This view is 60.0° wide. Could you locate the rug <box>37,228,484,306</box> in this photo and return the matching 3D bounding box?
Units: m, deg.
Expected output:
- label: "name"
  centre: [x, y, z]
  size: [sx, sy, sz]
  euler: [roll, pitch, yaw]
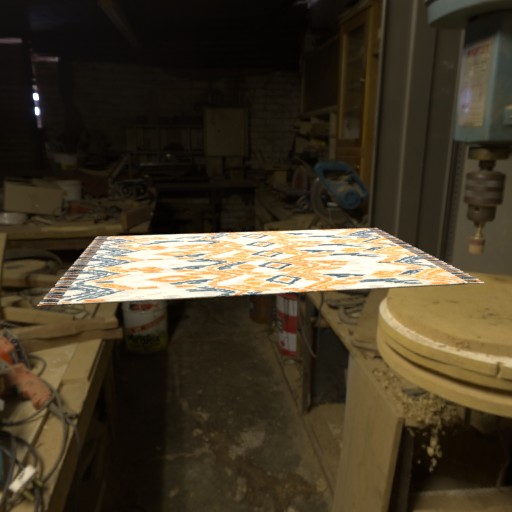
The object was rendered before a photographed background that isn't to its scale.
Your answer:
- label: "rug"
  centre: [0.000, 0.000, 3.093]
  size: [2.428, 0.010, 1.533]
  euler: [-2, 16, -8]
